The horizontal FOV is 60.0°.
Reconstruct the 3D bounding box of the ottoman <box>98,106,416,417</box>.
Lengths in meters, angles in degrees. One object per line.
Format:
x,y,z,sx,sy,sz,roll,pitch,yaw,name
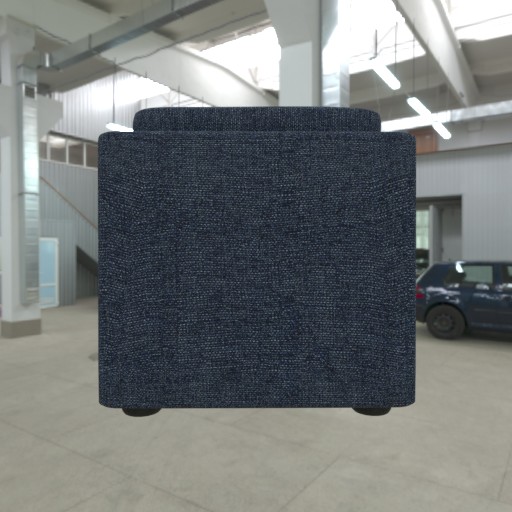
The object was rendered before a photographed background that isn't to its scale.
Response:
0.000,0.000,0.835,0.450,0.460,0.450,0,0,-1,ottoman
